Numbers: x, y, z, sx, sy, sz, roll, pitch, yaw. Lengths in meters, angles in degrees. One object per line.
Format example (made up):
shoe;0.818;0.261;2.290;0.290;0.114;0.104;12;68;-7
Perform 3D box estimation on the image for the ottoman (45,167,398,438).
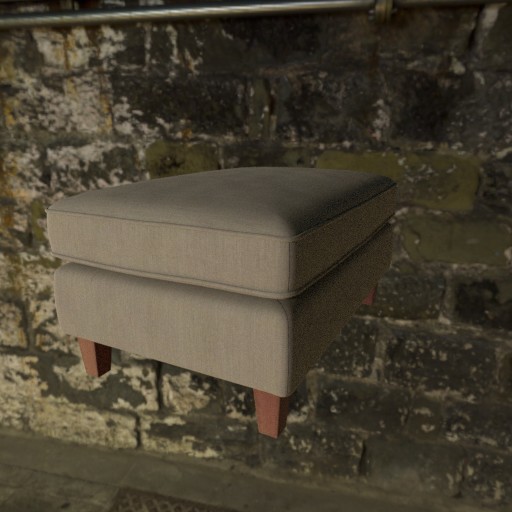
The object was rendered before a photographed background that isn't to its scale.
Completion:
ottoman;0.000;0.000;1.295;0.636;0.480;0.941;8;18;26
